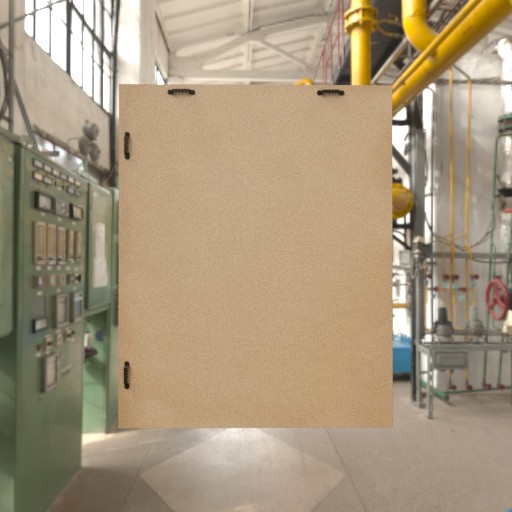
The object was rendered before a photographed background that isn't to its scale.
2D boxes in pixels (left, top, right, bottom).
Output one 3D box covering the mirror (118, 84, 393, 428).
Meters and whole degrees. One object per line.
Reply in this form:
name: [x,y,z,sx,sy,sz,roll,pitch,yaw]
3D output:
mirror: [0.000,0.000,0.670,0.405,0.508,0.041,0,0,-1]
